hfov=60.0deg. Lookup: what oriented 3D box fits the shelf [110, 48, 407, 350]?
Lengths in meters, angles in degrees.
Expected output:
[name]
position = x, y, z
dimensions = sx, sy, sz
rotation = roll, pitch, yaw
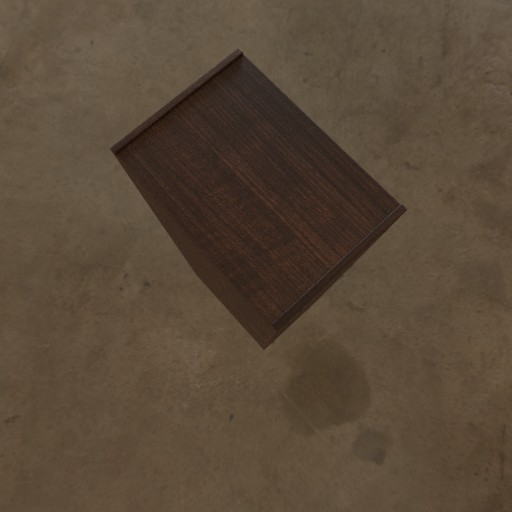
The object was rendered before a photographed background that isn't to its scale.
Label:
[shelf]
position = 0.000, 0.000, 1.263
dimensions = 0.290, 1.099, 0.415
rotation = -42, 80, -9
